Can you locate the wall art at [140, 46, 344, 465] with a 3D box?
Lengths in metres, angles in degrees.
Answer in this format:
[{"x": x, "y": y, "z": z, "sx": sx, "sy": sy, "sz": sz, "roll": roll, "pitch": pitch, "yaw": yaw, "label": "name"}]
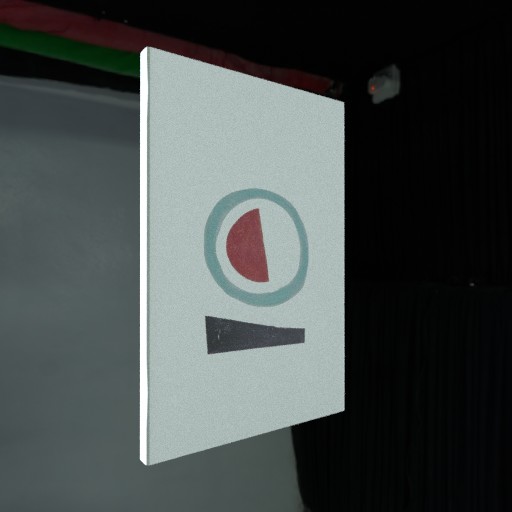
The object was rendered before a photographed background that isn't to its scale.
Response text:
[{"x": 0.000, "y": 0.000, "z": 1.139, "sx": 0.602, "sy": 0.902, "sz": 0.048, "roll": 0, "pitch": 0, "yaw": -35, "label": "wall art"}]
